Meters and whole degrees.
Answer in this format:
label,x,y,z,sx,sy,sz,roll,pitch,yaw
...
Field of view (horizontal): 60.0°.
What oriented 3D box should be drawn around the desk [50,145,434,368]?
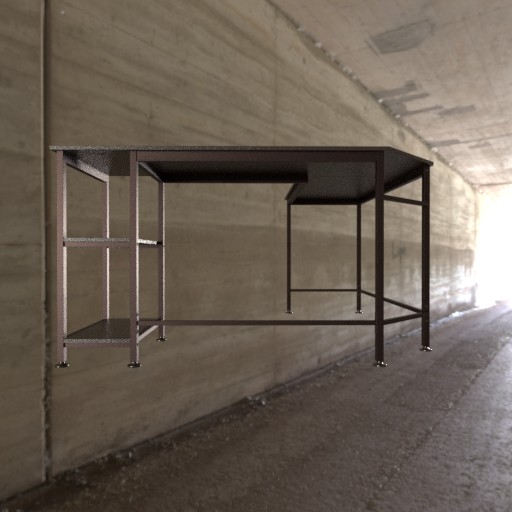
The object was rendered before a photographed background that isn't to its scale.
label,x,y,z,sx,sy,sz,roll,pitch,yaw
desk,0.000,0.000,2.166,1.379,0.739,1.379,0,0,0
